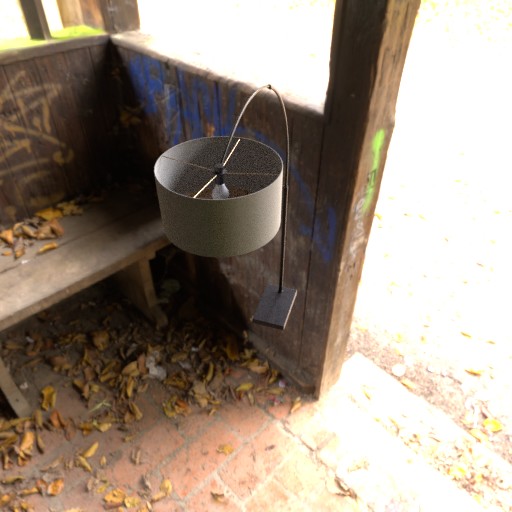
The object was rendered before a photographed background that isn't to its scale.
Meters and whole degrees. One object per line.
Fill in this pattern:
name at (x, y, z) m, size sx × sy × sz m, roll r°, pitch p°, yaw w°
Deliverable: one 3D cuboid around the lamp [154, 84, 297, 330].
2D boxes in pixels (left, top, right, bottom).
lamp at (0.000, 0.000, 2.590) m, size 0.493 × 1.927 × 1.424 m, roll 12°, pitch 42°, yaw 14°
